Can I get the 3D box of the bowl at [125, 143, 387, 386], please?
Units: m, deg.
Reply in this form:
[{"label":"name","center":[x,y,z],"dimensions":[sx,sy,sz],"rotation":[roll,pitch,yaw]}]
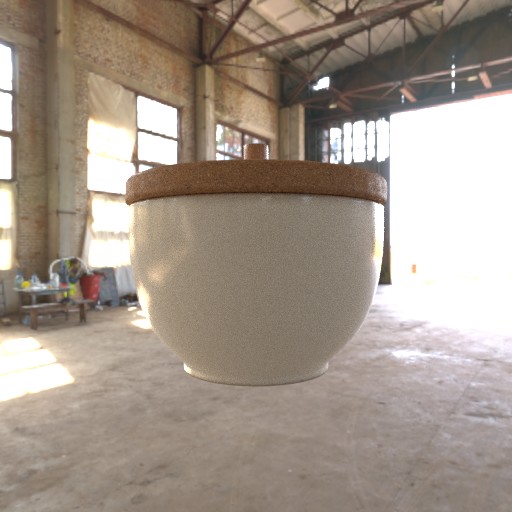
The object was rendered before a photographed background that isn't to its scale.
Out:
[{"label":"bowl","center":[0.000,0.000,0.223],"dimensions":[0.126,0.110,0.126],"rotation":[0,1,0]}]
